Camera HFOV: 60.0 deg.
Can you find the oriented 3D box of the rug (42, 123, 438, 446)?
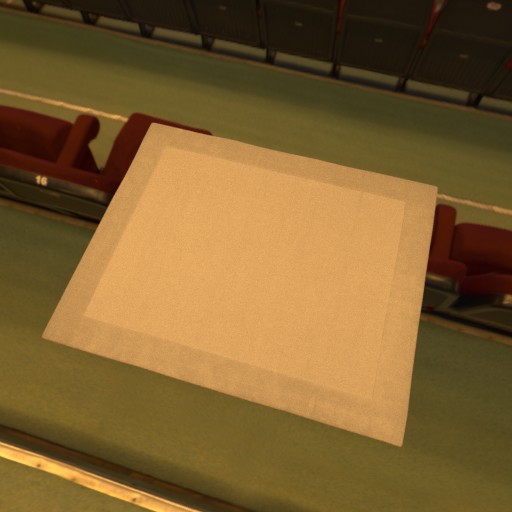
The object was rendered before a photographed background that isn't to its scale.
[{"bbox_3d":[0.000,0.000,3.967,2.976,0.018,2.430,15,64,7],"label":"rug"}]
